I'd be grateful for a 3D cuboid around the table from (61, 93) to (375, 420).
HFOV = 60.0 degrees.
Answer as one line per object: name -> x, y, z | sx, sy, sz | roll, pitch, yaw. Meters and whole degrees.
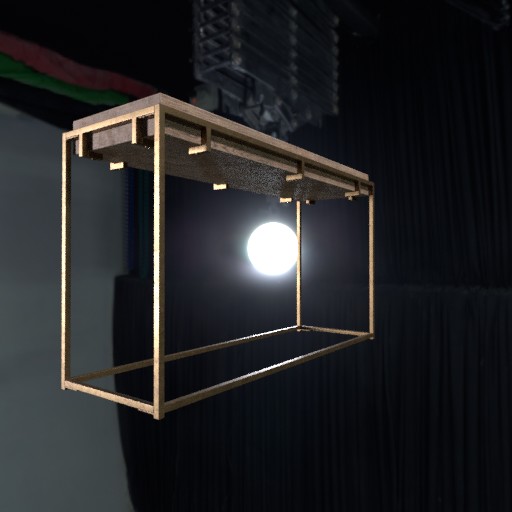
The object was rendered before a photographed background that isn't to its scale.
table -> 0.000, 0.000, 1.787 | 0.440, 0.820, 1.400 | 0, -1, 36
